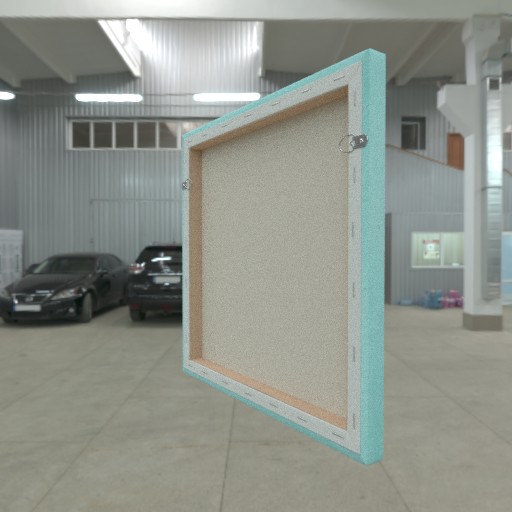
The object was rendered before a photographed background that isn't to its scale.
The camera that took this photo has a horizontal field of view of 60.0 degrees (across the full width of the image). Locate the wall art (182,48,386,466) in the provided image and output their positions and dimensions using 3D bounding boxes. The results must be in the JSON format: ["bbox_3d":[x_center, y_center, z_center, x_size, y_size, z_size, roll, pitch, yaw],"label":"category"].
[{"bbox_3d":[0.000,0.000,1.130,0.054,0.766,0.765,-1,1,-36],"label":"wall art"}]
